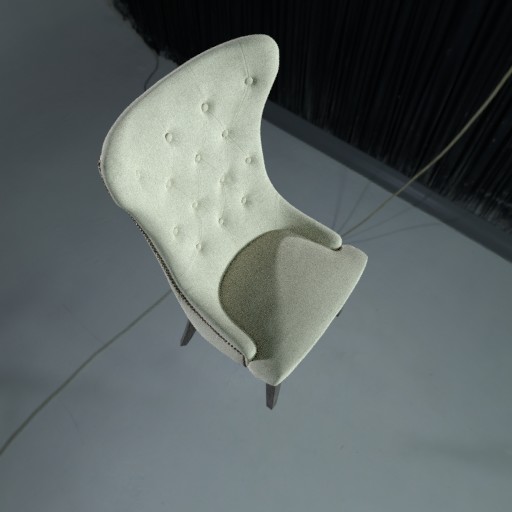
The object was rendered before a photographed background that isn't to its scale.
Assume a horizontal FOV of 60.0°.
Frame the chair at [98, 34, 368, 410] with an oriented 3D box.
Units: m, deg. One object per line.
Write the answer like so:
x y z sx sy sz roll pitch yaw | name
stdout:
0.000 0.000 1.383 0.590 1.065 0.584 33 64 18 | chair
